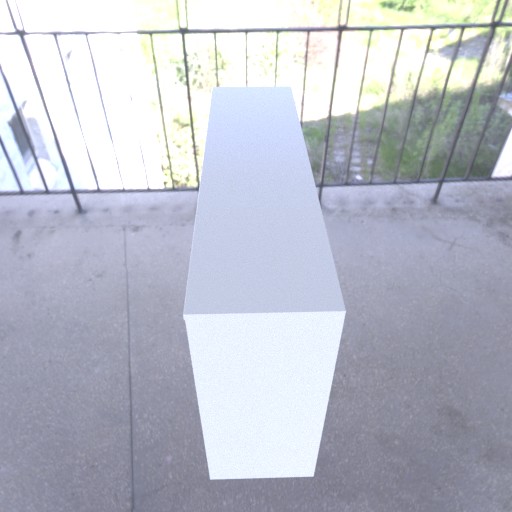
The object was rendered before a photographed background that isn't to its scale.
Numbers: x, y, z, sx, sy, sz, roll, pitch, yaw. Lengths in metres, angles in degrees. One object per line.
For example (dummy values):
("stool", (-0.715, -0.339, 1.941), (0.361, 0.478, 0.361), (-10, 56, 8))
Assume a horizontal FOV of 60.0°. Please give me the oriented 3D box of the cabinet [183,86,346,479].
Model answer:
("cabinet", (0.000, 0.000, 1.874), (0.380, 0.900, 1.450), (-1, 41, -1))
